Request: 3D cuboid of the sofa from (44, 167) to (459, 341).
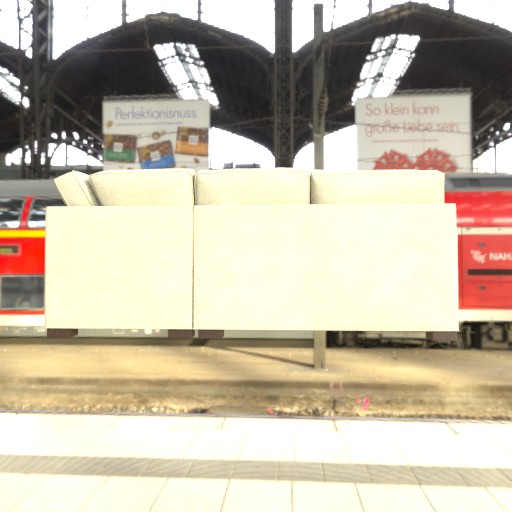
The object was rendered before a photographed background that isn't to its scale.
[{"bbox_3d":[0.000,0.000,3.408,2.188,0.936,2.211,0,-2,2],"label":"sofa"}]
